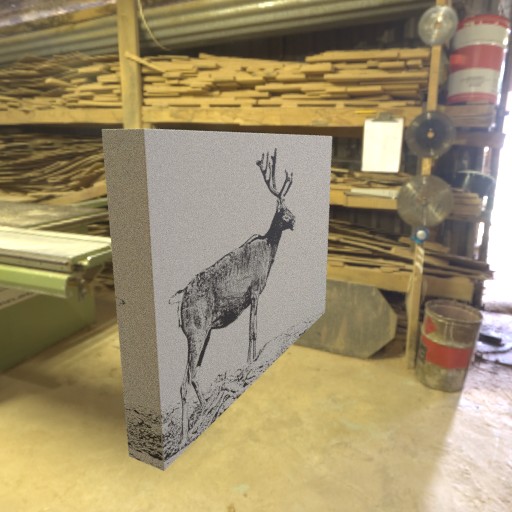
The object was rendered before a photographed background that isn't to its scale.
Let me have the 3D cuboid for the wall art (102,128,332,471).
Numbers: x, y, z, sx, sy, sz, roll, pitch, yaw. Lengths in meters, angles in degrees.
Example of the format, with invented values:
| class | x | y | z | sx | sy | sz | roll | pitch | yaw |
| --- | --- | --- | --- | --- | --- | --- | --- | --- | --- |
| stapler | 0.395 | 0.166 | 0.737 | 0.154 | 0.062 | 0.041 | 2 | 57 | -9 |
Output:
| class | x | y | z | sx | sy | sz | roll | pitch | yaw |
| --- | --- | --- | --- | --- | --- | --- | --- | --- | --- |
| wall art | 0.000 | 0.000 | 0.488 | 0.038 | 0.259 | 0.381 | 7 | 16 | 27 |
